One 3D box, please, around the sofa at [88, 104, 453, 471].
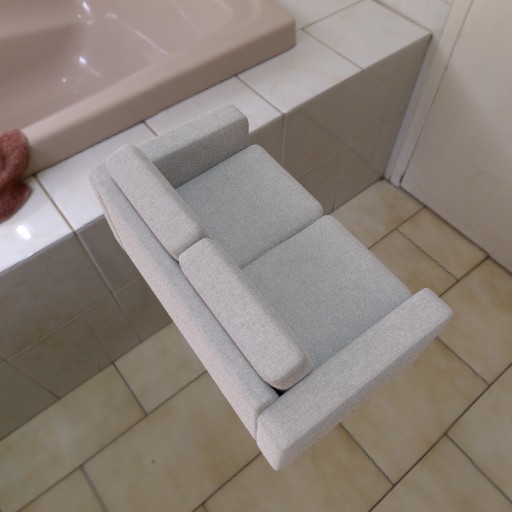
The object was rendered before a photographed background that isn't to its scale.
[{"bbox_3d":[0.000,0.000,2.058,0.900,0.800,1.540,-32,63,-18],"label":"sofa"}]
